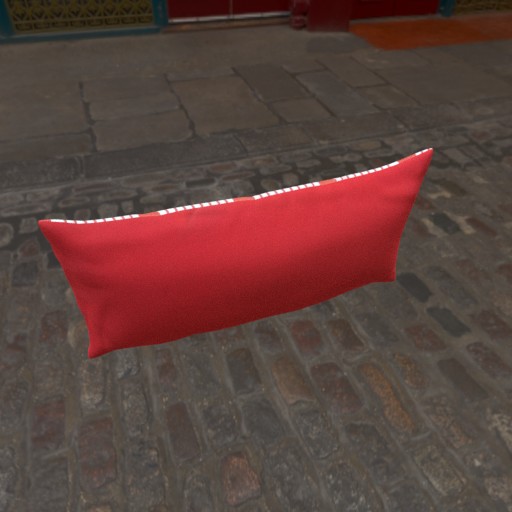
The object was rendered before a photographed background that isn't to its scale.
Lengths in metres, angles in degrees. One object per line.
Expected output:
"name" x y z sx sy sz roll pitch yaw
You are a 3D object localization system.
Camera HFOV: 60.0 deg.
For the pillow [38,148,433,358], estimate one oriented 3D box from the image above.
"pillow" 0.000 0.000 0.745 0.608 0.297 0.151 -13 42 -14
